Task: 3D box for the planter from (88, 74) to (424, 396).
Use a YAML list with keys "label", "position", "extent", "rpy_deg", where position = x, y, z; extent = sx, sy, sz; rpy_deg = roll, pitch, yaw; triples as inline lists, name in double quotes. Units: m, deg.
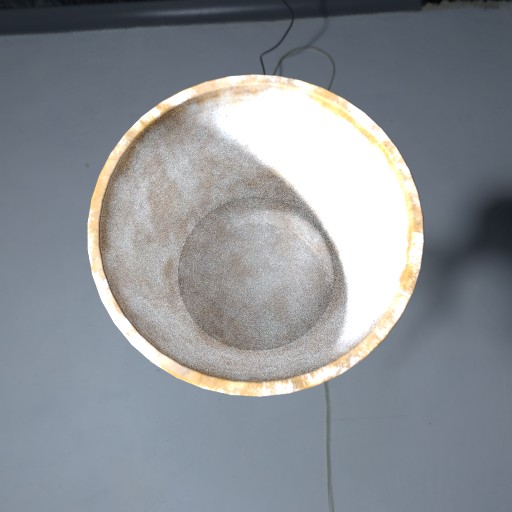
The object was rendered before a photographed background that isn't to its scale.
- label: "planter"
  position: [0.000, 0.000, 0.442]
  extent: [0.255, 0.223, 0.255]
  rpy_deg: [0, 76, 0]
